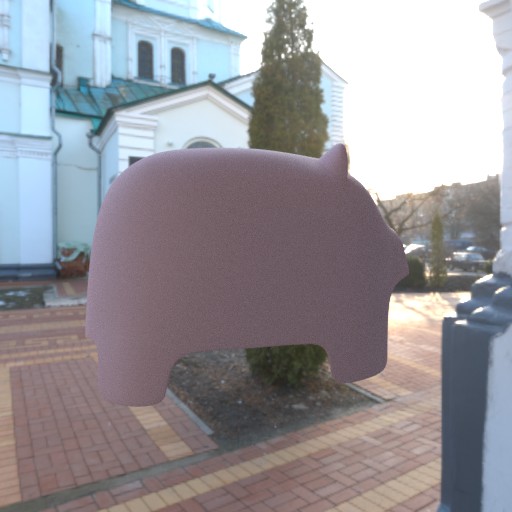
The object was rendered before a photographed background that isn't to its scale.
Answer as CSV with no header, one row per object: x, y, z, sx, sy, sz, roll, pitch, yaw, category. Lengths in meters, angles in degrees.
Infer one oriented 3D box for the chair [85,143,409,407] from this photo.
0.000,0.000,0.859,0.619,0.423,0.364,0,1,-18,chair
